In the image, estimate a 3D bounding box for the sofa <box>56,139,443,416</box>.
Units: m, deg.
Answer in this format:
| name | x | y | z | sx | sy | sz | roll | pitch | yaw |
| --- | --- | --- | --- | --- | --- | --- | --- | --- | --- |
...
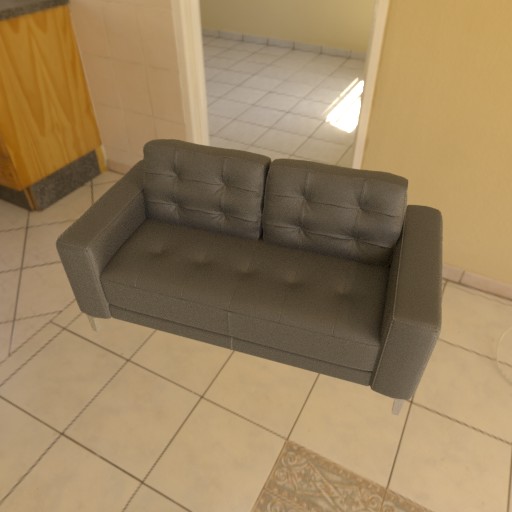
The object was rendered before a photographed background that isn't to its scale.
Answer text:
| name | x | y | z | sx | sy | sz | roll | pitch | yaw |
| --- | --- | --- | --- | --- | --- | --- | --- | --- | --- |
| sofa | 0.000 | 0.000 | 2.239 | 1.726 | 0.892 | 0.833 | 12 | 42 | 14 |
